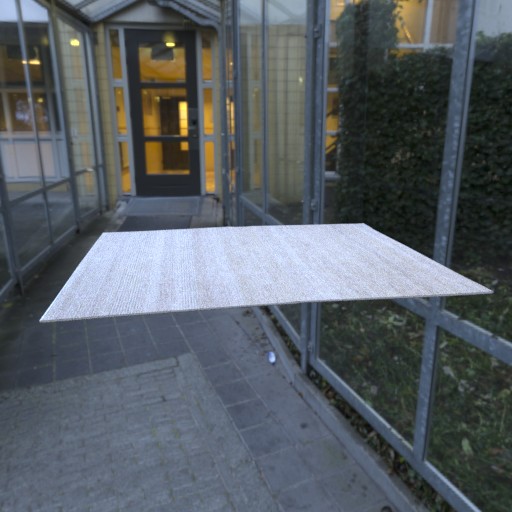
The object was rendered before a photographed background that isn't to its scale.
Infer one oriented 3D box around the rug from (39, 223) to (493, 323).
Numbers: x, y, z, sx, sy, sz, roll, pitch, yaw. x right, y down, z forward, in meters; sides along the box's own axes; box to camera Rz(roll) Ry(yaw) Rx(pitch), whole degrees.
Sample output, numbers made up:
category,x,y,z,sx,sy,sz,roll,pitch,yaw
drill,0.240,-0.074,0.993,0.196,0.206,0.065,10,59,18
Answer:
category,x,y,z,sx,sy,sz,roll,pitch,yaw
rug,0.000,0.000,4.267,3.245,0.046,2.467,-3,17,-9
